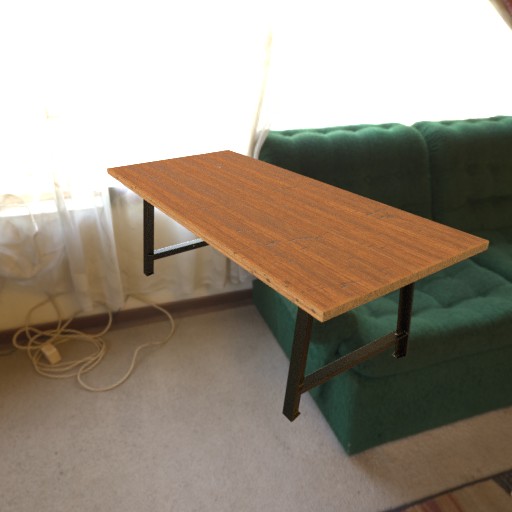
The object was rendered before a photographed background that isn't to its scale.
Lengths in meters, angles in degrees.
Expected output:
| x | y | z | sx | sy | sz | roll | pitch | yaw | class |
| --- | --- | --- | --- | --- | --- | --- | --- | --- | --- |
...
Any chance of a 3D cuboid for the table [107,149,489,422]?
| x | y | z | sx | sy | sz | roll | pitch | yaw | class |
| --- | --- | --- | --- | --- | --- | --- | --- | --- | --- |
| 0.000 | 0.000 | 2.689 | 1.000 | 0.757 | 2.200 | -17 | 31 | -31 | table |
